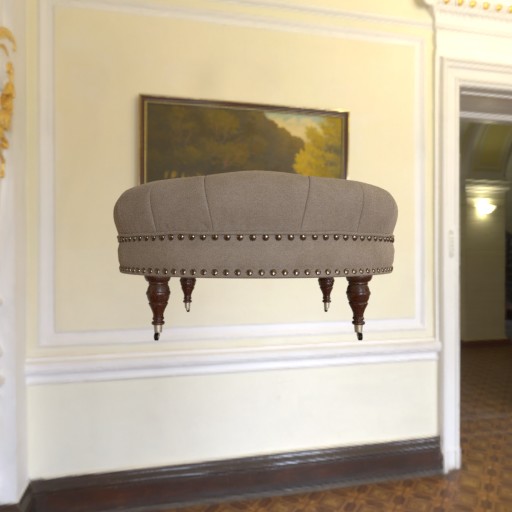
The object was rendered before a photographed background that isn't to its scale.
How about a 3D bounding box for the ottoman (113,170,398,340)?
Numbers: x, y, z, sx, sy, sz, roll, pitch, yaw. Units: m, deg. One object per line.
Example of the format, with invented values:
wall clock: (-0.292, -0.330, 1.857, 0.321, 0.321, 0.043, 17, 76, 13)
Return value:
ottoman: (0.000, 0.000, 1.435, 0.901, 0.439, 0.901, 0, 0, 0)
